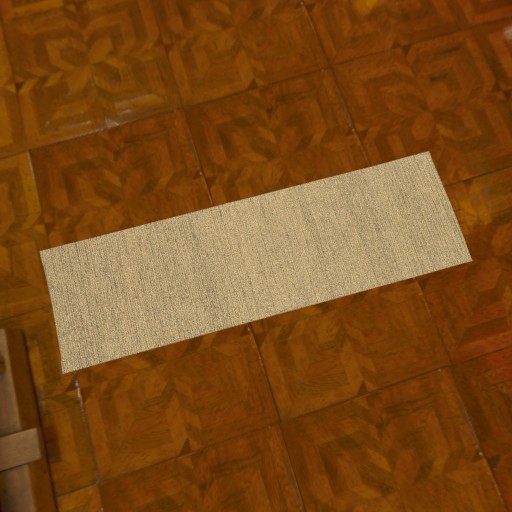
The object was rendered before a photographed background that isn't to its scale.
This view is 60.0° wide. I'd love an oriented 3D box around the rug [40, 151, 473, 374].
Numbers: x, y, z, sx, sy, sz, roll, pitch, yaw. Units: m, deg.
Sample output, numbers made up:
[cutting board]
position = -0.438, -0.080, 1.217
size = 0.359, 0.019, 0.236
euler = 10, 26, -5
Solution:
[rug]
position = 0.000, 0.000, 2.469
size = 2.320, 0.032, 0.692
euler = -15, 77, -4
